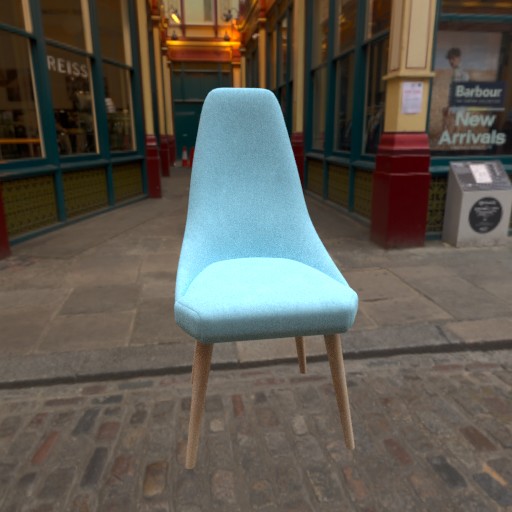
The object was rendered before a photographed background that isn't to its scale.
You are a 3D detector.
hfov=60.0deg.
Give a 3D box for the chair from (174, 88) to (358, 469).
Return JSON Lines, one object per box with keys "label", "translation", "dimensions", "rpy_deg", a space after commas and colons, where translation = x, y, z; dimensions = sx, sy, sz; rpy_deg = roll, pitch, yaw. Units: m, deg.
{"label": "chair", "translation": [0.000, 0.000, 1.393], "dimensions": [0.510, 1.040, 0.660], "rpy_deg": [-3, 16, -9]}
